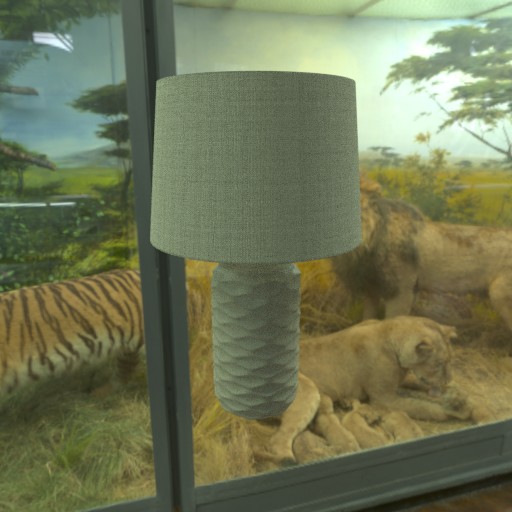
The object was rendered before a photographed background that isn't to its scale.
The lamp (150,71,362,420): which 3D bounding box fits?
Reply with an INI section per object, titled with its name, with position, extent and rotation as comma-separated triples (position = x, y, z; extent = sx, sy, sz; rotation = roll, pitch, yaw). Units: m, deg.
[lamp]
position = 0.000, 0.000, 0.817
extent = 0.376, 0.594, 0.376
rotation = 0, 15, 0
